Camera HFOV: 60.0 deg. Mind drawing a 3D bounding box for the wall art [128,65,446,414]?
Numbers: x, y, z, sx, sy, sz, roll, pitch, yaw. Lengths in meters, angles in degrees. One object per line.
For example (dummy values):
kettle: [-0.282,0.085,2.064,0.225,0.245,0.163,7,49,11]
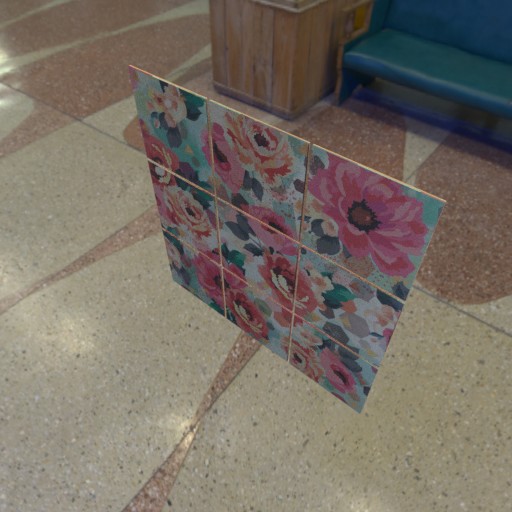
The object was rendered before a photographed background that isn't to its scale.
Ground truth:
wall art: [0.000,0.000,2.251,1.521,1.519,0.013,31,54,26]
